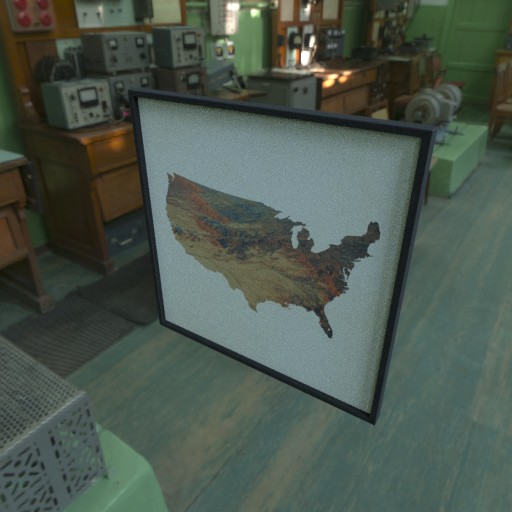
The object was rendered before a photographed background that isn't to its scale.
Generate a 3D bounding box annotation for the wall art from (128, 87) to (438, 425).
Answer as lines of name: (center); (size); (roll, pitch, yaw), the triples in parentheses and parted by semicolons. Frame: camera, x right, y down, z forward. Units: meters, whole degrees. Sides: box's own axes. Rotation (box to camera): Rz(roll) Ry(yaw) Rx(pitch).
wall art: (0.000, 0.000, 1.158); (0.762, 0.762, 0.038); (18, 34, 28)
